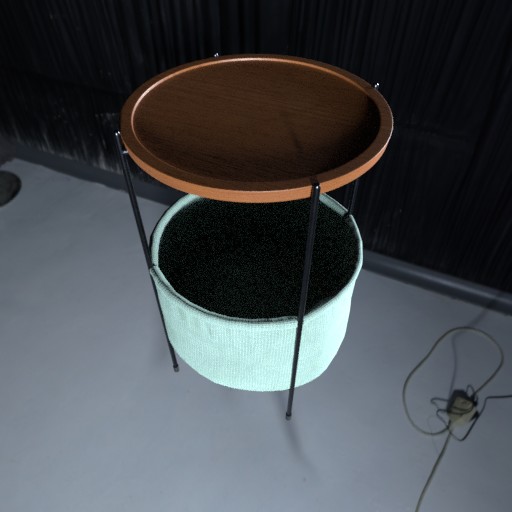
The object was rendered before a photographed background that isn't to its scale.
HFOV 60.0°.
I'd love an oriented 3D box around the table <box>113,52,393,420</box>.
[{"bbox_3d":[0.000,0.000,0.859,0.400,0.623,0.400,18,49,17],"label":"table"}]
